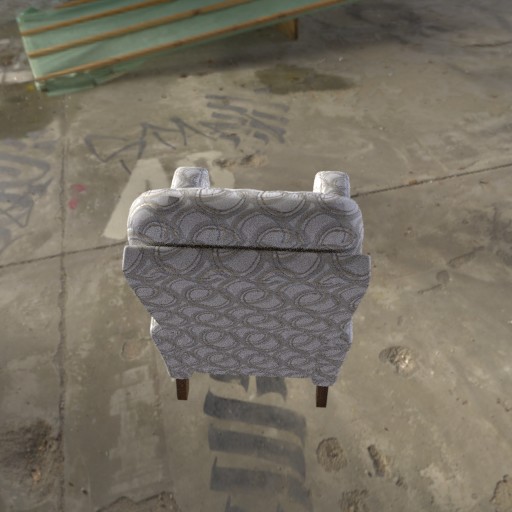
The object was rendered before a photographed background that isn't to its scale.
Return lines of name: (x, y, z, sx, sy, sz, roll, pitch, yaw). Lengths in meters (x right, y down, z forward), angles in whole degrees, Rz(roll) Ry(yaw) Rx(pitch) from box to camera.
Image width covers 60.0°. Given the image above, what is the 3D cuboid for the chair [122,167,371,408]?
chair: (0.000, 0.000, 1.764, 0.796, 1.065, 0.995, 2, 45, 2)
